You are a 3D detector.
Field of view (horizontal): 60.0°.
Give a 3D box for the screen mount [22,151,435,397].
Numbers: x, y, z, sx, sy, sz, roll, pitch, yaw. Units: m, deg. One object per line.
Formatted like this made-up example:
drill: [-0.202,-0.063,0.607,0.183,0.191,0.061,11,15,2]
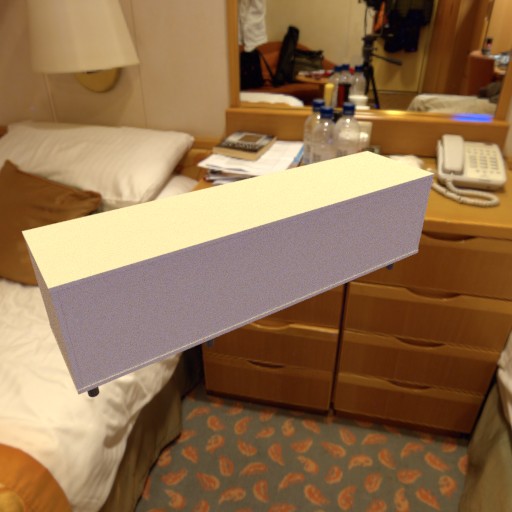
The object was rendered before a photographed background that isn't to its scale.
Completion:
screen mount: [0.000,0.000,1.838,1.600,0.520,0.418,-19,35,-29]
